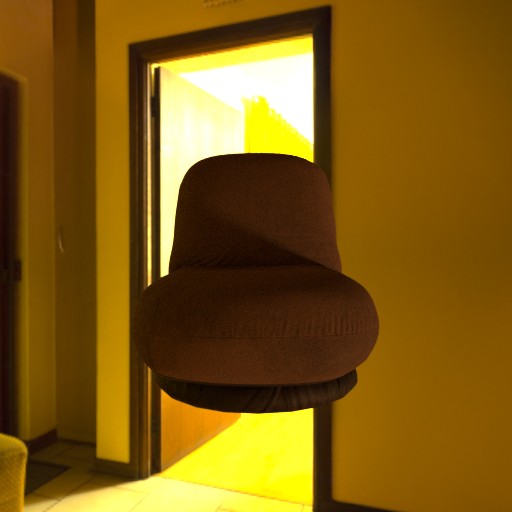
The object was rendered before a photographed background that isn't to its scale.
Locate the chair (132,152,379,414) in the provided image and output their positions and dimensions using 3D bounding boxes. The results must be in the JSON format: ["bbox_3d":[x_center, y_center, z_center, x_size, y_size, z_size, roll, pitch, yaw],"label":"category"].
[{"bbox_3d":[0.000,0.000,1.051,0.521,0.594,0.597,0,0,0],"label":"chair"}]
